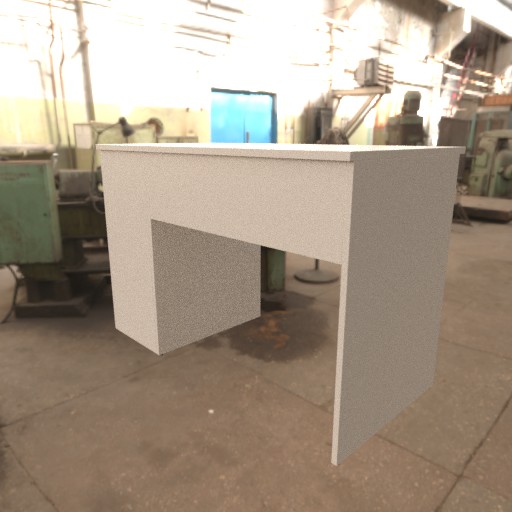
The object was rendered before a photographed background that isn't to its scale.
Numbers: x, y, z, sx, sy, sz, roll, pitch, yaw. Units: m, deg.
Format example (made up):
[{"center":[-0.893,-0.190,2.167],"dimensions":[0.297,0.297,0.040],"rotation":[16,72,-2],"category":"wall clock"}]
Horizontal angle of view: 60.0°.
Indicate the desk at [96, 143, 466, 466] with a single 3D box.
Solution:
[{"center":[0.000,0.000,1.518],"dimensions":[0.560,0.735,1.097],"rotation":[-14,21,-42],"category":"desk"}]
